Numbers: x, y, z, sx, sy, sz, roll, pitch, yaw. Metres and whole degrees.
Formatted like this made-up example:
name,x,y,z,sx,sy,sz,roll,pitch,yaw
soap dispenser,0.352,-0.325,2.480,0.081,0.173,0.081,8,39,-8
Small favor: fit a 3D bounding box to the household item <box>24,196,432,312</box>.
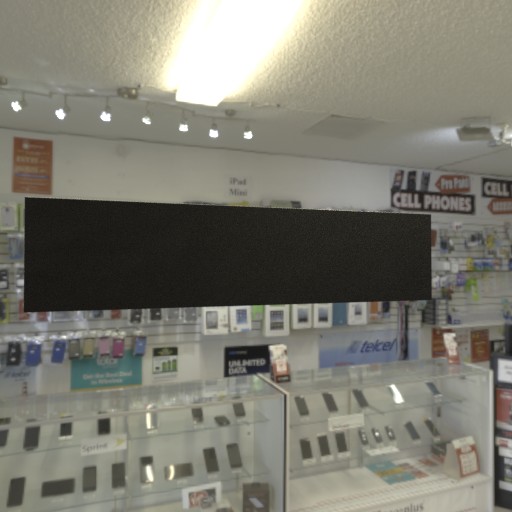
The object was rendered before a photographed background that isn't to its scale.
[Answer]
name,x,y,z,sx,sy,sz,roll,pitch,yaw
household item,0.000,0.000,1.071,1.001,0.236,0.030,0,-1,-18
